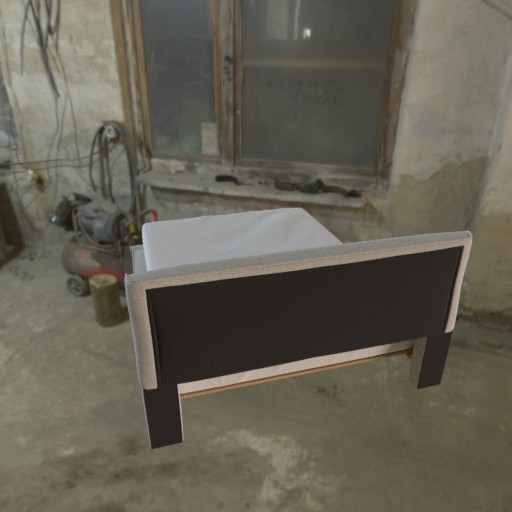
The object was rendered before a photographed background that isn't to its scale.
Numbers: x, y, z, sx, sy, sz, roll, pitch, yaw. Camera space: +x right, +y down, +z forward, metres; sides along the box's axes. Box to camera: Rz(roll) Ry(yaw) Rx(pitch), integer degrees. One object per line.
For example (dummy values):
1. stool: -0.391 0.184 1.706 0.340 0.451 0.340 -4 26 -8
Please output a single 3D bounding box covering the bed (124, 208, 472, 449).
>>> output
1. bed: 0.000 0.000 3.582 1.980 1.126 2.498 -7 27 -14
